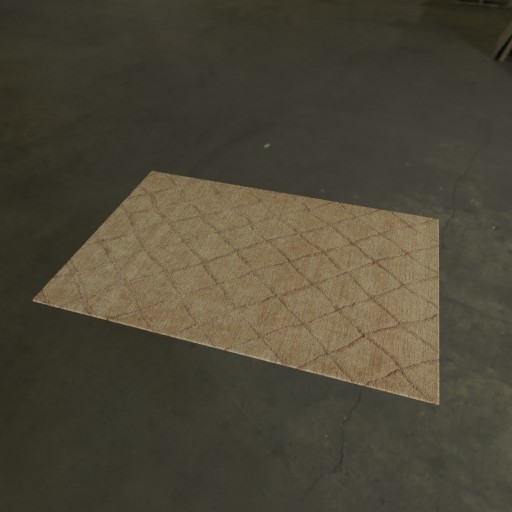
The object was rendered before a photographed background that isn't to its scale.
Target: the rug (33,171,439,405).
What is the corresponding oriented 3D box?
[{"bbox_3d":[0.000,0.000,2.910,2.292,0.014,1.528,11,43,13],"label":"rug"}]
